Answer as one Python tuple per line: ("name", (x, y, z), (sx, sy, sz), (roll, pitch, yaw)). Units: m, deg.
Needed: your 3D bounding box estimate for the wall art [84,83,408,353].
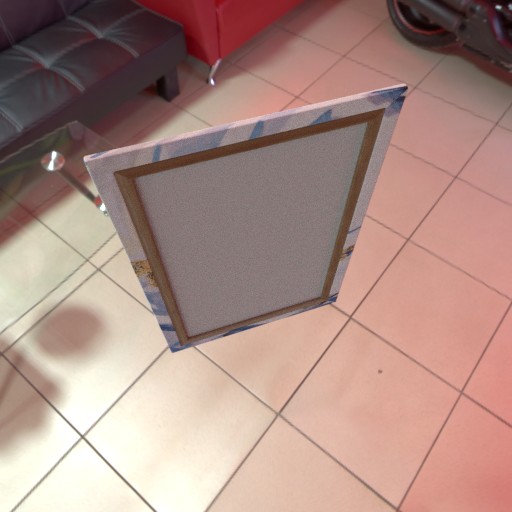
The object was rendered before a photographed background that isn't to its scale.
("wall art", (0.000, 0.000, 1.179), (0.610, 0.914, 0.016), (-16, 59, -10))
